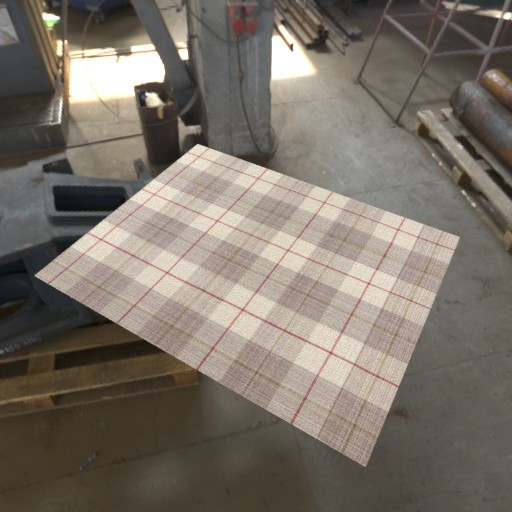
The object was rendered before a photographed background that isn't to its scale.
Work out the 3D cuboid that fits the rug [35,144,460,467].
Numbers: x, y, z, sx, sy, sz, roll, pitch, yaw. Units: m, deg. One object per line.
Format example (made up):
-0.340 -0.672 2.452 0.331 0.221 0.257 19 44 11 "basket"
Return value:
0.000 0.000 3.896 2.959 0.016 2.317 24 51 21 "rug"
